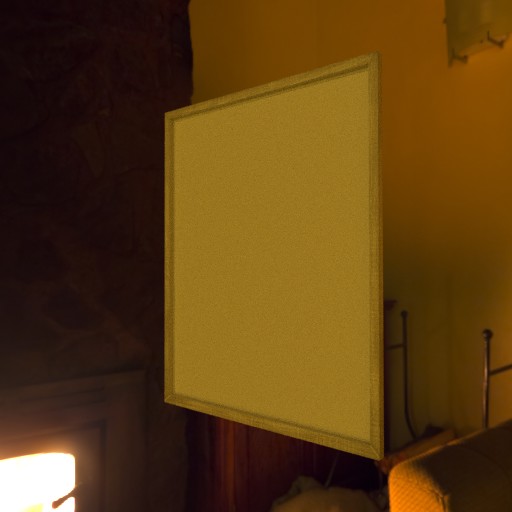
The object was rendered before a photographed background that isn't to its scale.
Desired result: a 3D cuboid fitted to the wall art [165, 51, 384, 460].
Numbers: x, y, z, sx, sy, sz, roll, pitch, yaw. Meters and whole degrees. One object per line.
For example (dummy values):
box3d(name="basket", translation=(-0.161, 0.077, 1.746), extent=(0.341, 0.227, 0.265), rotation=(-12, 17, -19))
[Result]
box3d(name="wall art", translation=(0.000, 0.000, 1.347), extent=(0.781, 1.022, 0.035), rotation=(-1, -1, 36))
